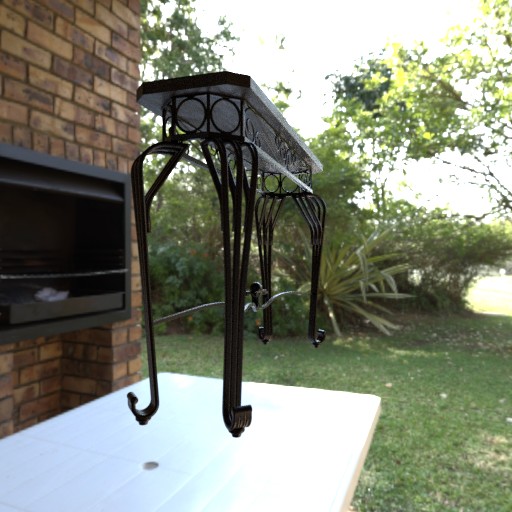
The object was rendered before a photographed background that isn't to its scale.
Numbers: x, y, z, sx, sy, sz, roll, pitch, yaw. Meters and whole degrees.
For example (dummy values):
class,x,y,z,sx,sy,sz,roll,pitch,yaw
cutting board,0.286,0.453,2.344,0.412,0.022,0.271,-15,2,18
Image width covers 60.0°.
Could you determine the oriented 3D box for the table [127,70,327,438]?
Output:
class,x,y,z,sx,sy,sz,roll,pitch,yaw
table,0.000,0.000,1.503,0.329,0.800,1.112,0,0,18
